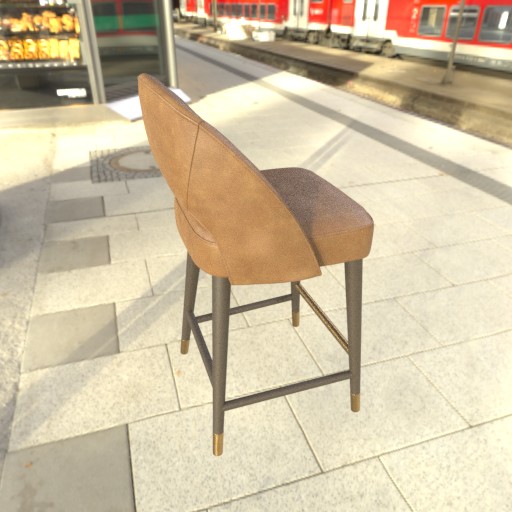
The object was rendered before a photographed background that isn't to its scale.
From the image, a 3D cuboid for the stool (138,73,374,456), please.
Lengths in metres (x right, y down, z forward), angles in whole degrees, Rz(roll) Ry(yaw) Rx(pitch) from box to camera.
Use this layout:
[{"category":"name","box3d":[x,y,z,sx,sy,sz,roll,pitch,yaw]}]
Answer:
[{"category":"stool","box3d":[0.000,0.000,1.208,0.509,0.940,0.494,-10,32,-17]}]
